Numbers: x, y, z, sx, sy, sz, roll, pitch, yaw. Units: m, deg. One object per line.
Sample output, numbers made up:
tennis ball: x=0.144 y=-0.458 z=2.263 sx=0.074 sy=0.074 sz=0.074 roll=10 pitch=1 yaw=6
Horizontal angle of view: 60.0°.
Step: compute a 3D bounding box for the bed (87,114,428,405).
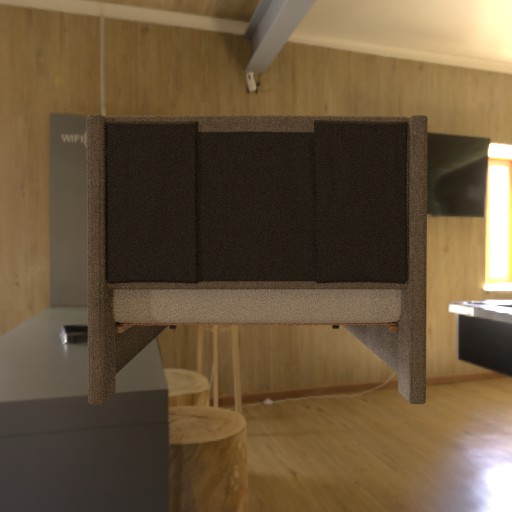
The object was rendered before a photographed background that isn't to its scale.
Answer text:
bed: x=0.000 y=0.000 z=3.344 sx=1.714 sy=1.476 sz=2.245 roll=0 pitch=1 yaw=0
